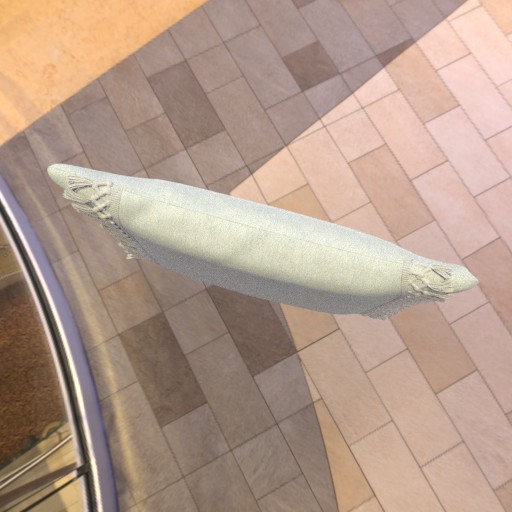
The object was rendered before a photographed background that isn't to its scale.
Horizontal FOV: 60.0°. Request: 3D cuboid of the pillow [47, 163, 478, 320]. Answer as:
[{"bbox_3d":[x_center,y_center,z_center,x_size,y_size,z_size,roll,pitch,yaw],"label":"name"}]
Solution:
[{"bbox_3d":[0.000,0.000,0.600,0.466,0.305,0.084,15,77,3],"label":"pillow"}]
